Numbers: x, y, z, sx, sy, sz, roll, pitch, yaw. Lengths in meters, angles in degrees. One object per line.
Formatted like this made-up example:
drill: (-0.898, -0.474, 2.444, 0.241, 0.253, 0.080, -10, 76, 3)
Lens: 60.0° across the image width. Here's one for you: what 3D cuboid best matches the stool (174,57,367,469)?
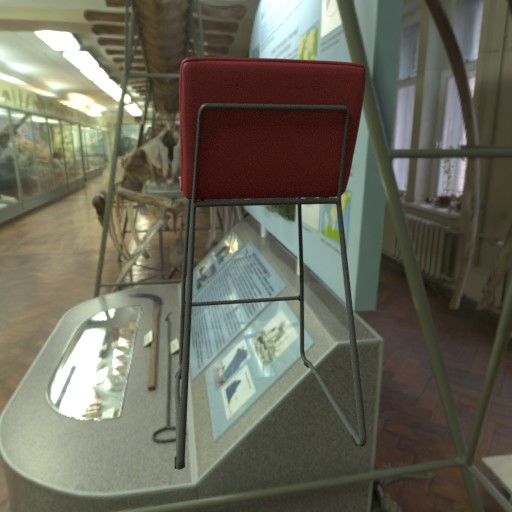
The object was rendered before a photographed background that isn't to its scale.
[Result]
stool: (0.000, 0.000, 1.231, 0.489, 0.937, 0.524, -3, 14, -10)
